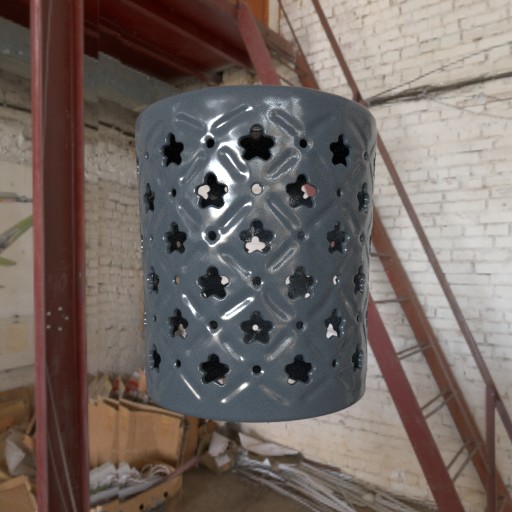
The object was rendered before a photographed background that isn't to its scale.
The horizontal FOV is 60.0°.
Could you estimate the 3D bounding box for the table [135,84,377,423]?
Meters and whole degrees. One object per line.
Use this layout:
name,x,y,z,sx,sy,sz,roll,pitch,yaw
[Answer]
table,0.000,0.000,0.661,0.352,0.387,0.352,0,-1,0
